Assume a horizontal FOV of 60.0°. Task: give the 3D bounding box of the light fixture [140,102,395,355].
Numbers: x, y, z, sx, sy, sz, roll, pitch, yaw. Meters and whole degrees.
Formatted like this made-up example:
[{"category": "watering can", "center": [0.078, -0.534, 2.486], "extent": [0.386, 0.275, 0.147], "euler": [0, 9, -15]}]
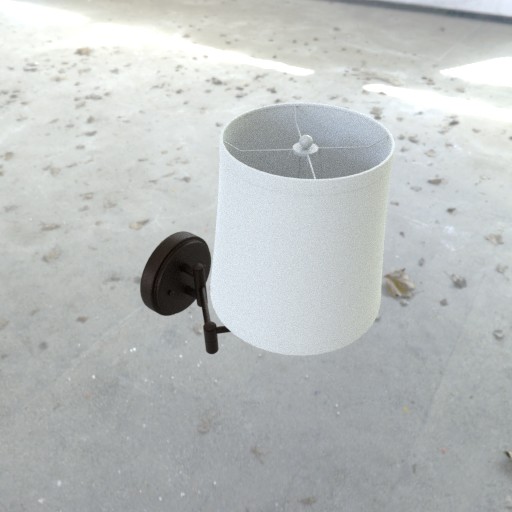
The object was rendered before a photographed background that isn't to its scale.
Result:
[{"category": "light fixture", "center": [0.000, 0.000, 0.270], "extent": [0.157, 0.172, 0.100], "euler": [24, 46, 26]}]
